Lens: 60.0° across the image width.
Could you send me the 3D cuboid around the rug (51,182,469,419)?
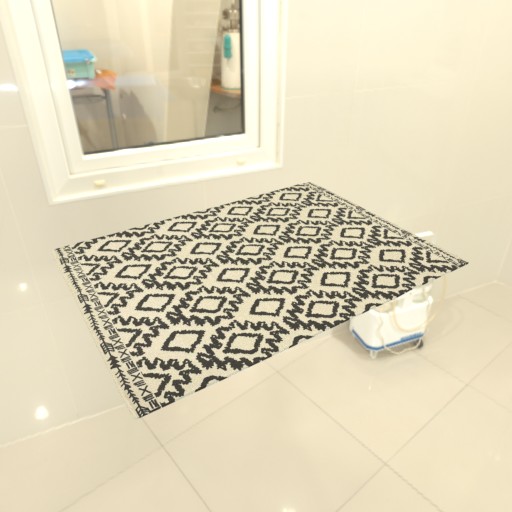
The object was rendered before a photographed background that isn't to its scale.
[{"bbox_3d":[0.000,0.000,4.365,3.369,0.036,2.444,-19,36,-28],"label":"rug"}]
